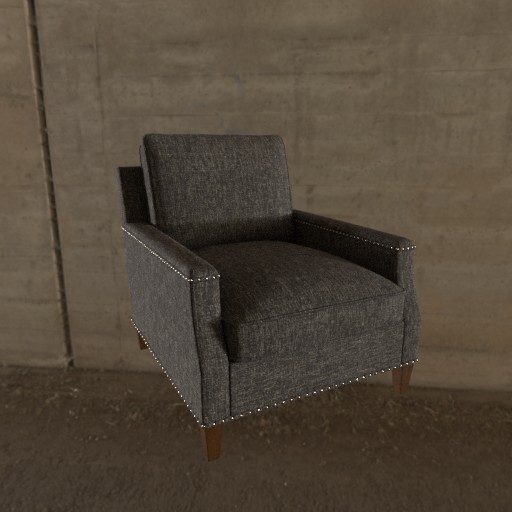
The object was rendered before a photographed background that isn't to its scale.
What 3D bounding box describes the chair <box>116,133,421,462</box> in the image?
[{"bbox_3d":[0.000,0.000,1.756,0.853,0.943,1.014,-8,16,-27],"label":"chair"}]
